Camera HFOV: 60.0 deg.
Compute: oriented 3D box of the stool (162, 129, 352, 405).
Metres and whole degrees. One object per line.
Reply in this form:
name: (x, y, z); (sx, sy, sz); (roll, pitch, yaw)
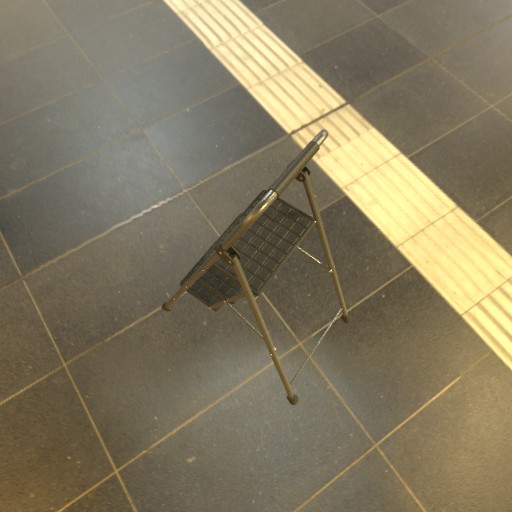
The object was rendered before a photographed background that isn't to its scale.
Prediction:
stool: (0.000, 0.000, 1.502); (0.733, 1.121, 0.473); (33, 67, 16)
